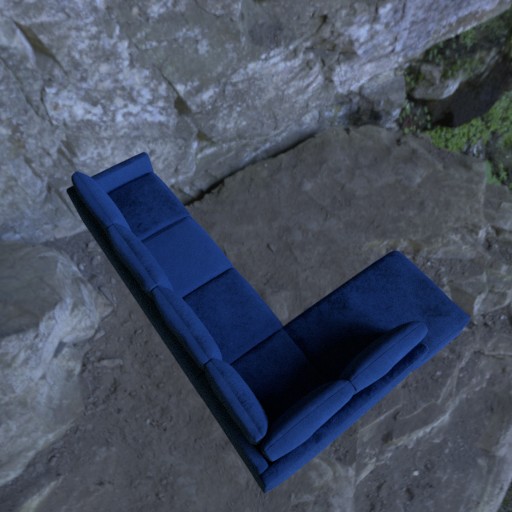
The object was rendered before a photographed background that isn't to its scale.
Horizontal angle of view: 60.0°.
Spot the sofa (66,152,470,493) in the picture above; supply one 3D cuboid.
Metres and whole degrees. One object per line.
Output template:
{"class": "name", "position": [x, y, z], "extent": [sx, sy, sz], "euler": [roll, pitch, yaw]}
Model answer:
{"class": "sofa", "position": [0.000, 0.000, 3.728], "extent": [2.007, 0.815, 2.949], "euler": [-32, 63, -19]}
